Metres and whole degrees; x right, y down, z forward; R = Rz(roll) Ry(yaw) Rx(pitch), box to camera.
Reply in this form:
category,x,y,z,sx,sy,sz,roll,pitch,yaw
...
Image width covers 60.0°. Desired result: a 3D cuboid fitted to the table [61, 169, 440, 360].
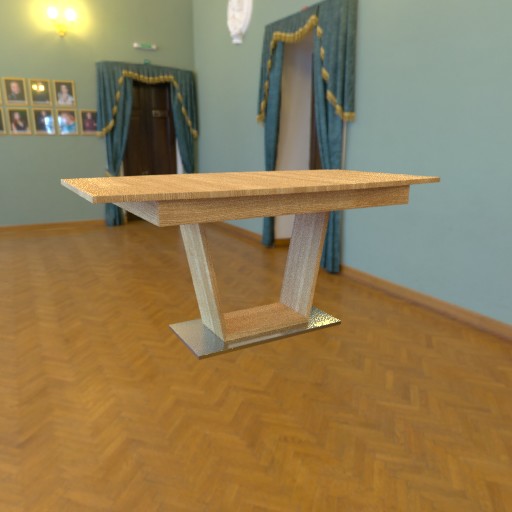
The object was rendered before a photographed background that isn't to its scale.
category,x,y,z,sx,sy,sz,roll,pitch,yaw
table,0.000,0.000,2.159,1.598,0.748,0.900,-8,16,-29
